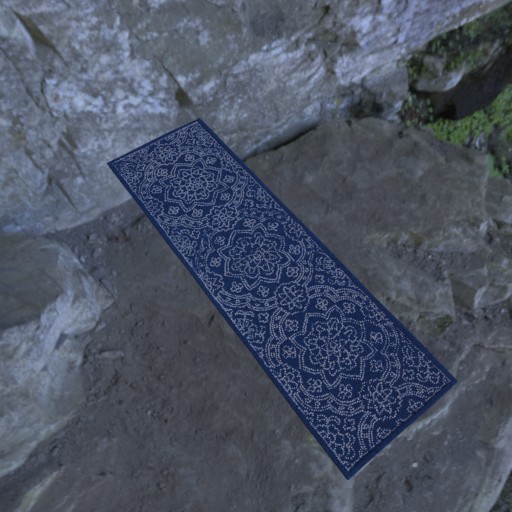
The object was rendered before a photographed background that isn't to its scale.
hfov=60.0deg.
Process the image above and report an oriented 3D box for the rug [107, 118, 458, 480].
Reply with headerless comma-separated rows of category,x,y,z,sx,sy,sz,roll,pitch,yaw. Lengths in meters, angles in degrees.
rug,0.000,0.000,2.664,0.769,0.012,2.448,-32,64,-18
